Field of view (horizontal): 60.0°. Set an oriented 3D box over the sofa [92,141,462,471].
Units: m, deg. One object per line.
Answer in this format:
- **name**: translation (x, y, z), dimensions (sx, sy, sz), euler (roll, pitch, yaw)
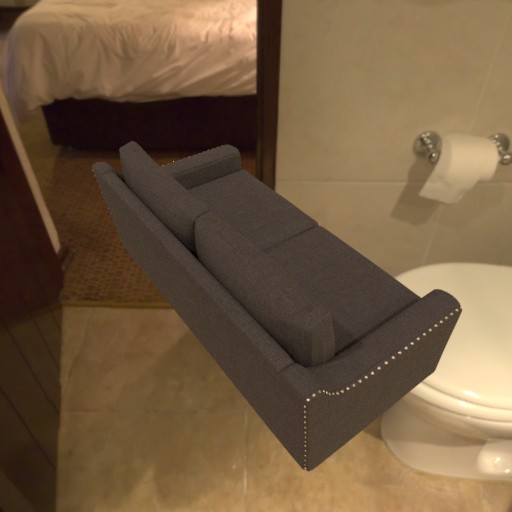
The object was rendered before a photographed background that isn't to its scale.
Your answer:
- **sofa**: translation (0.000, 0.000, 3.260), dimensions (1.336, 1.196, 2.550), euler (-26, 48, -26)
